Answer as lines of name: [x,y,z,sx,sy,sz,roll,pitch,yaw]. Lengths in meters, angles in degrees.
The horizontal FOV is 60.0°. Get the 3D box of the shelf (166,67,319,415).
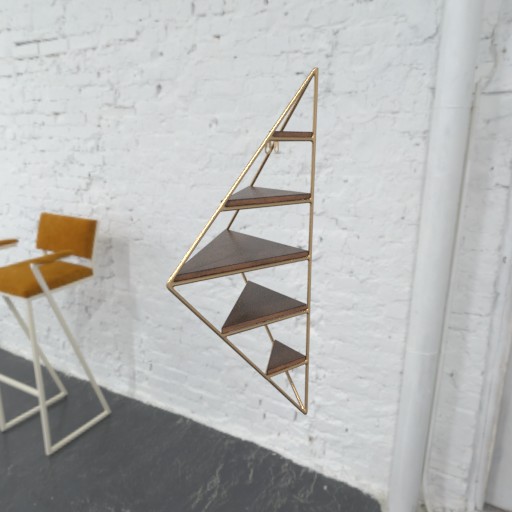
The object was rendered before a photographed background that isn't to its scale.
shelf: [0.000,0.000,1.162,0.294,0.913,0.564,2,14,8]
